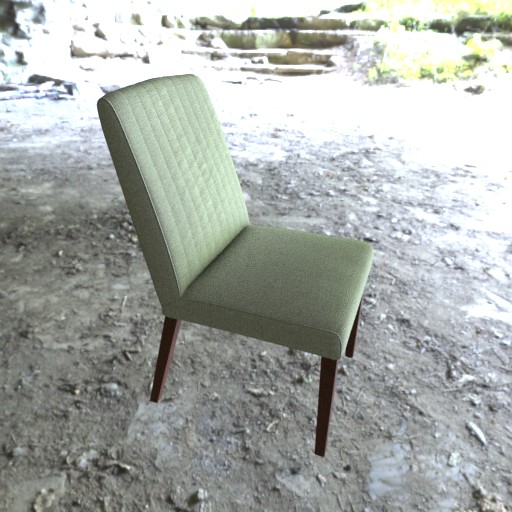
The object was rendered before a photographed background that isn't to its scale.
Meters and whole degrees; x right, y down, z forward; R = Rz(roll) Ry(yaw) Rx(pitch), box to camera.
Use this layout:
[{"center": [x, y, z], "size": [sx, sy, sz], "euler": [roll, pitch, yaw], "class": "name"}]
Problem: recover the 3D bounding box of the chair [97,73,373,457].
[{"center": [0.000, 0.000, 1.232], "size": [0.594, 0.900, 0.480], "euler": [11, 31, 18], "class": "chair"}]
